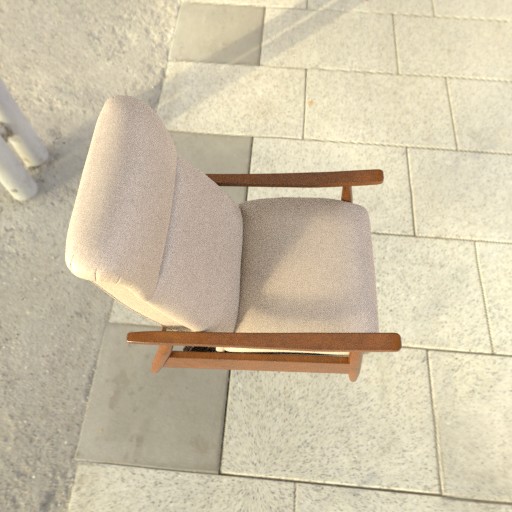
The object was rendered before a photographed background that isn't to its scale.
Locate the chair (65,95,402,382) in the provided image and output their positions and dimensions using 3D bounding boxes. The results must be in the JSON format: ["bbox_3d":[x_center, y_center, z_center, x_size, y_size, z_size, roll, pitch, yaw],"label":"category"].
[{"bbox_3d":[0.000,0.000,1.760,1.030,1.082,0.762,2,63,1],"label":"chair"}]
